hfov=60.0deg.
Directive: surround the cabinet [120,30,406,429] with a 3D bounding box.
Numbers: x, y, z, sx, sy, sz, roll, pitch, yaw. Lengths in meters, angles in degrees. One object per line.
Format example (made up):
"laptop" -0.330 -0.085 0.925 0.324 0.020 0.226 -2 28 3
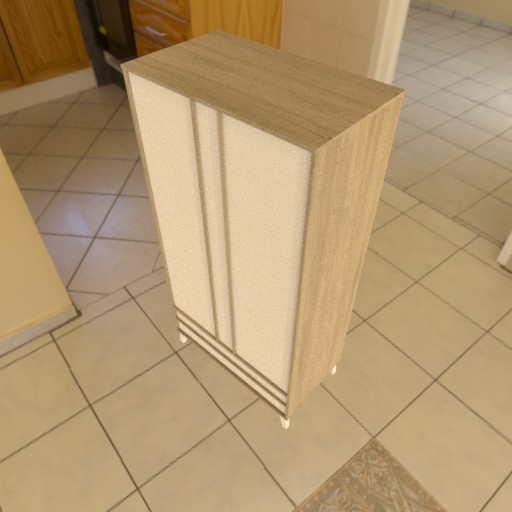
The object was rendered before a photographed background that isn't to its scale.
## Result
"cabinet" 0.000 0.000 2.460 1.006 1.999 0.571 32 53 28
